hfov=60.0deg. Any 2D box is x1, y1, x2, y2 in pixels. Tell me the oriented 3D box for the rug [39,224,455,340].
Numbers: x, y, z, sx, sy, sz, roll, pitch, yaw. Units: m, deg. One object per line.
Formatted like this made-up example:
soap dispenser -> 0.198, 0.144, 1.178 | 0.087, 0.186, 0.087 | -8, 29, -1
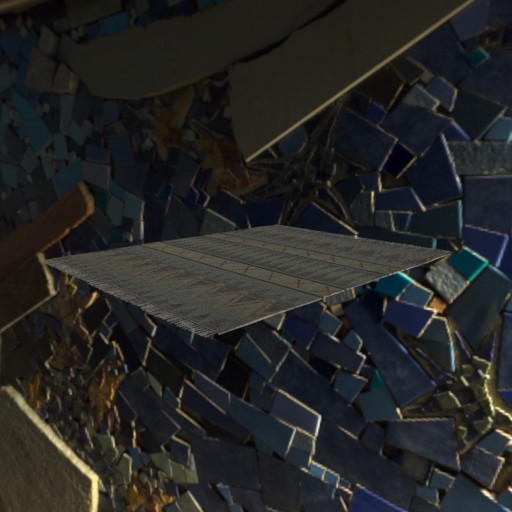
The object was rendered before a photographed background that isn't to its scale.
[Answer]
rug -> 0.000, 0.000, 4.025 | 3.000, 0.012, 2.371 | -12, 17, -42
